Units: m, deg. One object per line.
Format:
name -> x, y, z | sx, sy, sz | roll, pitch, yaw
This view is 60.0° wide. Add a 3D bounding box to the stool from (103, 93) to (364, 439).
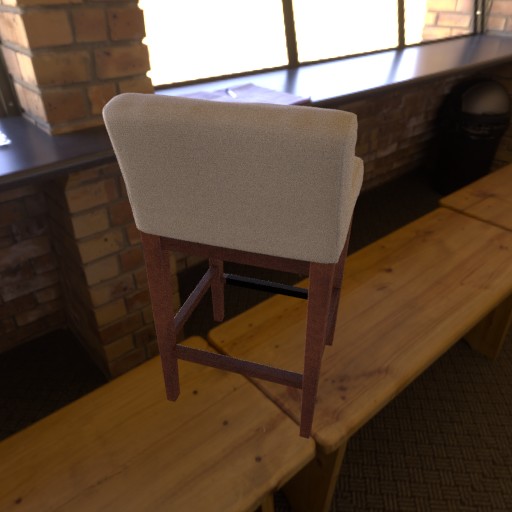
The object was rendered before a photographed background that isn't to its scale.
stool -> 0.000, 0.000, 1.257 | 0.511, 0.937, 0.500 | 10, 34, 15
